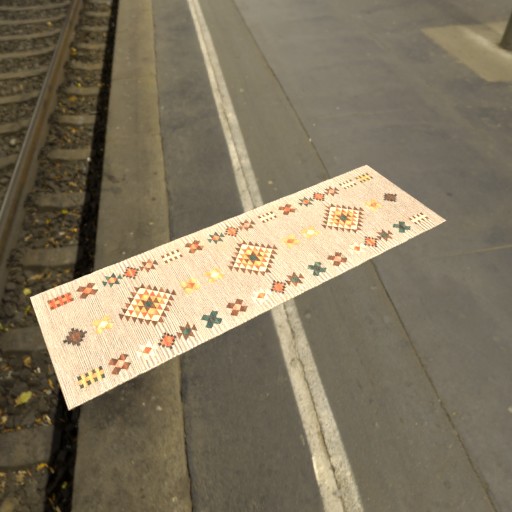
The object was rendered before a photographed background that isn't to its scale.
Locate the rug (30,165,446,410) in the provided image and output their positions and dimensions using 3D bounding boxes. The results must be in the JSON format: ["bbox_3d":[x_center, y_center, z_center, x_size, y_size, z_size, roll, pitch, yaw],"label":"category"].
[{"bbox_3d":[0.000,0.000,2.646,2.432,0.008,0.766,-24,50,-22],"label":"rug"}]
